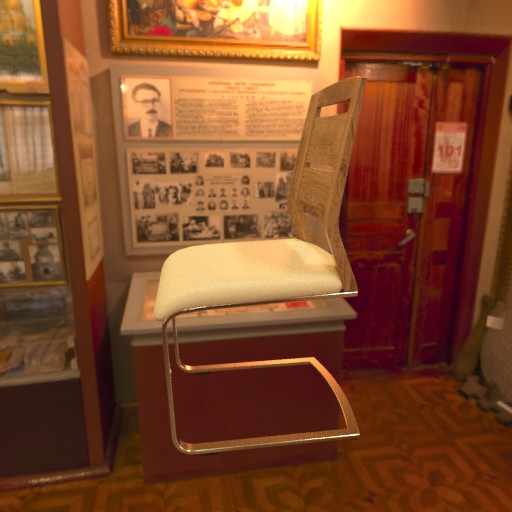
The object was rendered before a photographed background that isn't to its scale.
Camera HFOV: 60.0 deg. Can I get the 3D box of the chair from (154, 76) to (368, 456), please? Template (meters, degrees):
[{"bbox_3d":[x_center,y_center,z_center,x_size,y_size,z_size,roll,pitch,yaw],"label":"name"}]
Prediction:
[{"bbox_3d":[0.000,0.000,1.277,0.561,0.955,0.457,-2,15,-8],"label":"chair"}]
